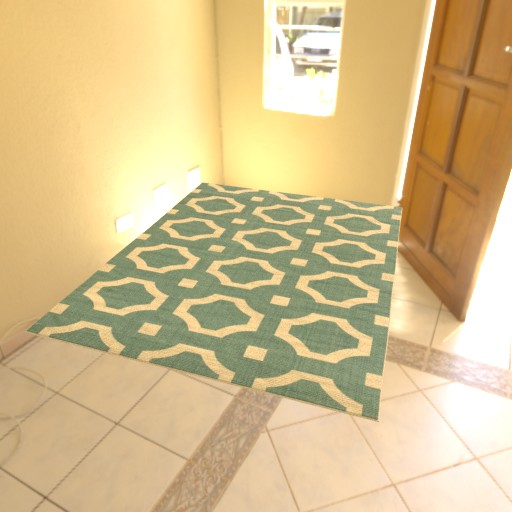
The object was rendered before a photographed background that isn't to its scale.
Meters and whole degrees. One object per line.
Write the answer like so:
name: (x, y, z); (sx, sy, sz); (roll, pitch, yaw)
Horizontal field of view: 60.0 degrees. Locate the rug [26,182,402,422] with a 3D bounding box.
rug: (0.000, 0.000, 4.073); (2.466, 0.021, 3.049); (10, 32, 16)
